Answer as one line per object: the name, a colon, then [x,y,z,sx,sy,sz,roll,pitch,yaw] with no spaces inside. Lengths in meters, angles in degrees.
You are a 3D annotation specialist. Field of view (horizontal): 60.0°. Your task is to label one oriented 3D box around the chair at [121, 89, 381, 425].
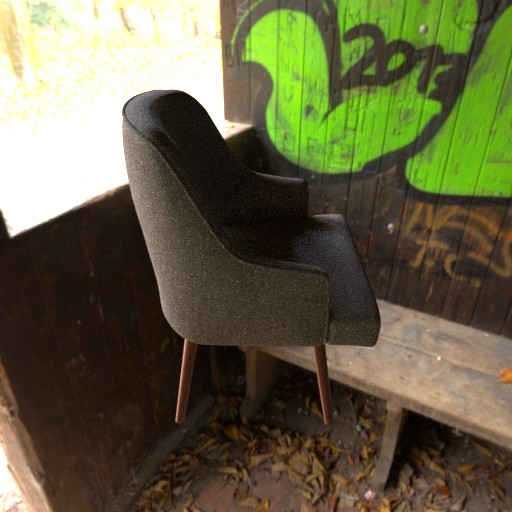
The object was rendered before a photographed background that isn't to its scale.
chair: [0.000,0.000,1.285,0.629,0.875,0.608,0,31,1]
